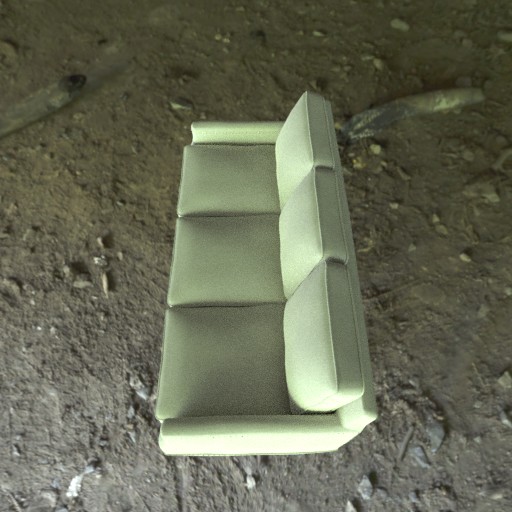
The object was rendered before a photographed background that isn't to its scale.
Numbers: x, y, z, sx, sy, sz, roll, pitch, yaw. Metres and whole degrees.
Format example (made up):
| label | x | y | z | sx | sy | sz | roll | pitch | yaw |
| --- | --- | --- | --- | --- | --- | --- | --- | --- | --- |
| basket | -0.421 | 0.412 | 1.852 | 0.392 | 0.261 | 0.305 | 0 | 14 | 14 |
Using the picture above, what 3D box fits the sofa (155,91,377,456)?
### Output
| label | x | y | z | sx | sy | sz | roll | pitch | yaw |
| --- | --- | --- | --- | --- | --- | --- | --- | --- | --- |
| sofa | 0.000 | 0.000 | 2.830 | 1.084 | 1.003 | 2.246 | 0 | 57 | 0 |
